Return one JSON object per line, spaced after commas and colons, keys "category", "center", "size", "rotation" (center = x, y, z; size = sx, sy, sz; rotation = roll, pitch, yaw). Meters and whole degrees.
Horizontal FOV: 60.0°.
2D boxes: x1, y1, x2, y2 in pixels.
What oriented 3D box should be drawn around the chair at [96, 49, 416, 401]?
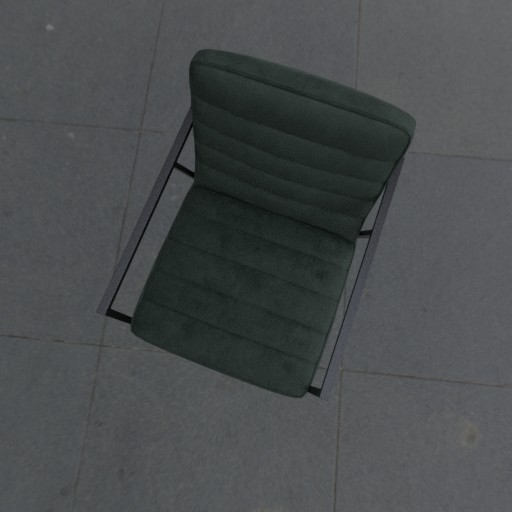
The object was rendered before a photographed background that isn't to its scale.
{"category": "chair", "center": [0.000, 0.000, 1.277], "size": [0.571, 0.833, 0.677], "rotation": [20, 77, 5]}
